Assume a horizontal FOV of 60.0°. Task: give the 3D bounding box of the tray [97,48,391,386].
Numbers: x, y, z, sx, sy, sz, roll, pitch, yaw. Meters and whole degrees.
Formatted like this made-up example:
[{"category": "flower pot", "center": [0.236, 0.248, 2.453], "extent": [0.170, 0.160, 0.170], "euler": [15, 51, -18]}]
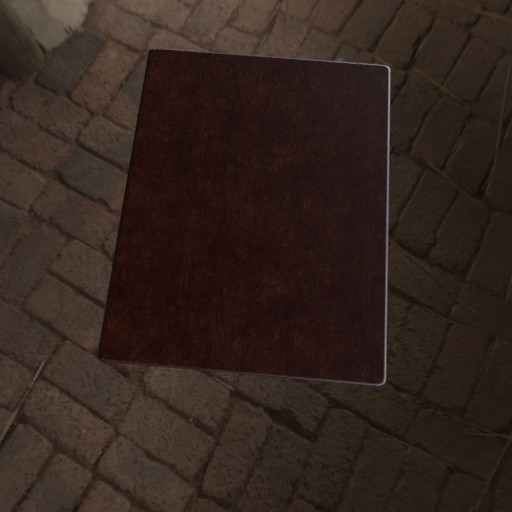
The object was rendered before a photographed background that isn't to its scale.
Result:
[{"category": "tray", "center": [0.000, 0.000, 0.954], "extent": [0.381, 0.660, 0.483], "euler": [5, 76, 1]}]
